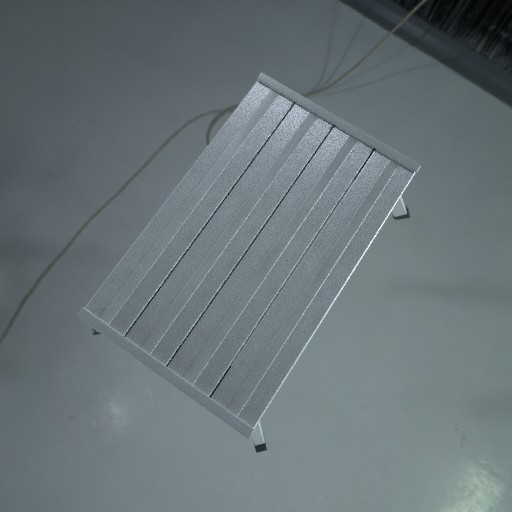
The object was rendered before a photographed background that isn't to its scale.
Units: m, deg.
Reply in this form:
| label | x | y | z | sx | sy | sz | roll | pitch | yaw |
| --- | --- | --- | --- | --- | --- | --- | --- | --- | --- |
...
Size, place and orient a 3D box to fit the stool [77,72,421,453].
| label | x | y | z | sx | sy | sz | roll | pitch | yaw |
| --- | --- | --- | --- | --- | --- | --- | --- | --- | --- |
| stool | 0.000 | 0.000 | 0.734 | 0.385 | 0.225 | 0.535 | 33 | 79 | 8 |
